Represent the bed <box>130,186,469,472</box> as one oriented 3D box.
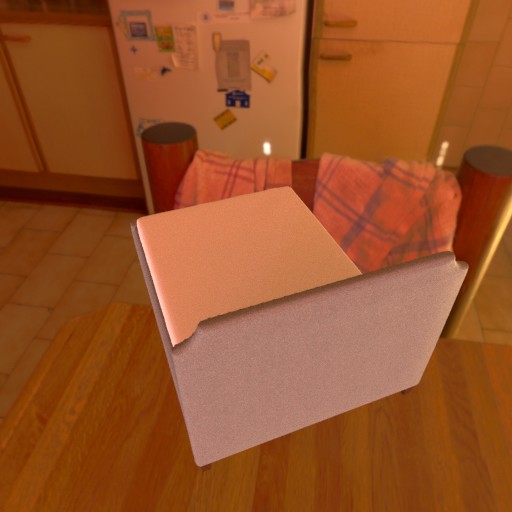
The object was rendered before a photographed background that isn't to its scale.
[{"bbox_3d":[0.000,0.000,3.470,1.712,1.443,2.372,-14,43,-16],"label":"bed"}]
